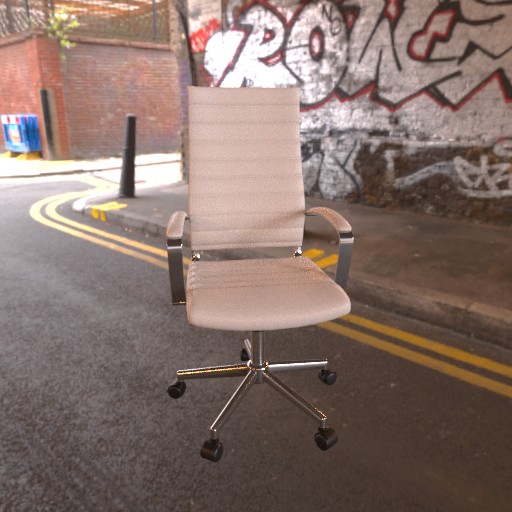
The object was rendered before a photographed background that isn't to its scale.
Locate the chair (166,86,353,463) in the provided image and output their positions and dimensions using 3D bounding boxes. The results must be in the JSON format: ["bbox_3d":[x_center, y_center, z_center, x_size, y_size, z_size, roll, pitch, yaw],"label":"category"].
[{"bbox_3d":[0.000,0.000,1.554,0.679,1.149,0.679,-3,18,-8],"label":"chair"}]
